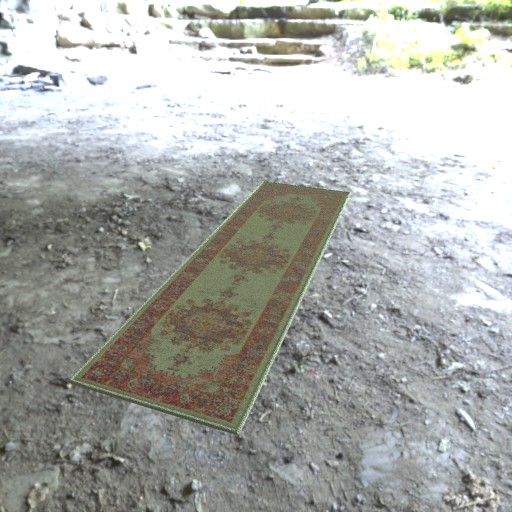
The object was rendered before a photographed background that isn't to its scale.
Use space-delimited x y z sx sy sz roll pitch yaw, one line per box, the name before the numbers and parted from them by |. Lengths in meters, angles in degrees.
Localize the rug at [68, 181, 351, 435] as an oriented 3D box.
rug | 0.000 0.000 2.002 0.562 0.009 1.824 10 32 17
